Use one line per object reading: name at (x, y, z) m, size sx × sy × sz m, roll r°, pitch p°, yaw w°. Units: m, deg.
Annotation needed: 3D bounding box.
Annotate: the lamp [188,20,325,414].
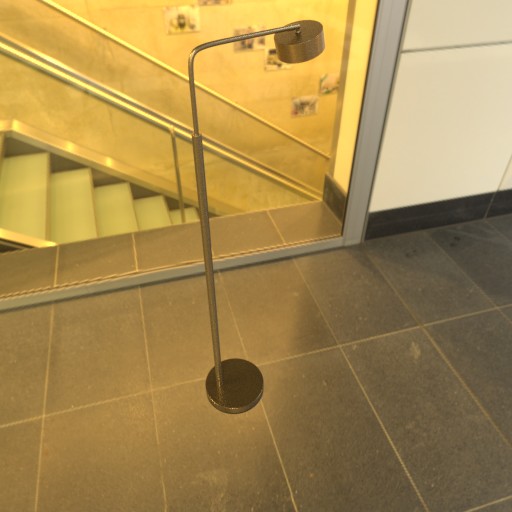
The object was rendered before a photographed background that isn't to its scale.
lamp at (0.000, 0.000, 1.340) m, size 0.418 × 1.230 × 0.219 m, roll -25°, pitch 46°, yaw -26°
